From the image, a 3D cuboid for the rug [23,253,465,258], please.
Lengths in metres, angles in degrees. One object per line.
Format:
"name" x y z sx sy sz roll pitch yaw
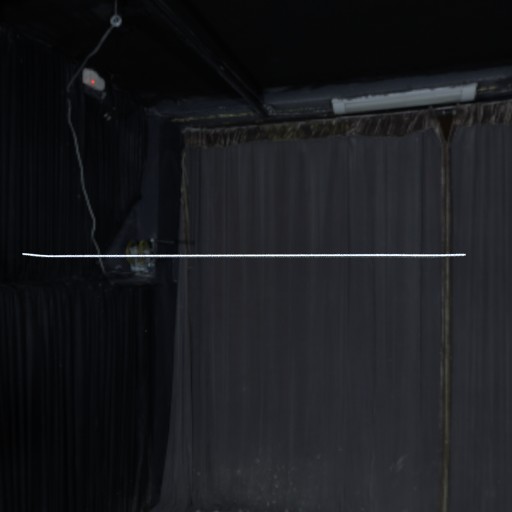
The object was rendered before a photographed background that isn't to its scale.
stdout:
"rug" 0.000 0.000 2.281 1.828 0.019 1.209 0 0 18
